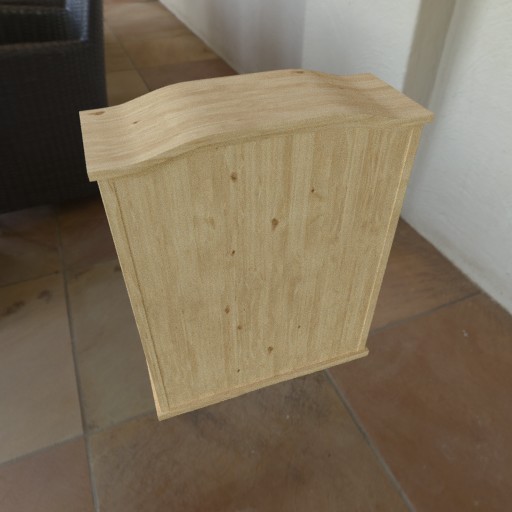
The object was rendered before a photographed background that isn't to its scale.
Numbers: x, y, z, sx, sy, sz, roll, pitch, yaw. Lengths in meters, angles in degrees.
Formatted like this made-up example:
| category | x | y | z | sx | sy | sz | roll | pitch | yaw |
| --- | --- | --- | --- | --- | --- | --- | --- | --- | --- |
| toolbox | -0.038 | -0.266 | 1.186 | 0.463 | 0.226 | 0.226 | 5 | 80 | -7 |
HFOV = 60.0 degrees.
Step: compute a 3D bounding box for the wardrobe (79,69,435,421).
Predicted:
| category | x | y | z | sx | sy | sz | roll | pitch | yaw |
| --- | --- | --- | --- | --- | --- | --- | --- | --- | --- |
| wardrobe | 0.000 | 0.000 | 2.568 | 1.500 | 1.870 | 0.570 | -13 | 43 | -15 |
